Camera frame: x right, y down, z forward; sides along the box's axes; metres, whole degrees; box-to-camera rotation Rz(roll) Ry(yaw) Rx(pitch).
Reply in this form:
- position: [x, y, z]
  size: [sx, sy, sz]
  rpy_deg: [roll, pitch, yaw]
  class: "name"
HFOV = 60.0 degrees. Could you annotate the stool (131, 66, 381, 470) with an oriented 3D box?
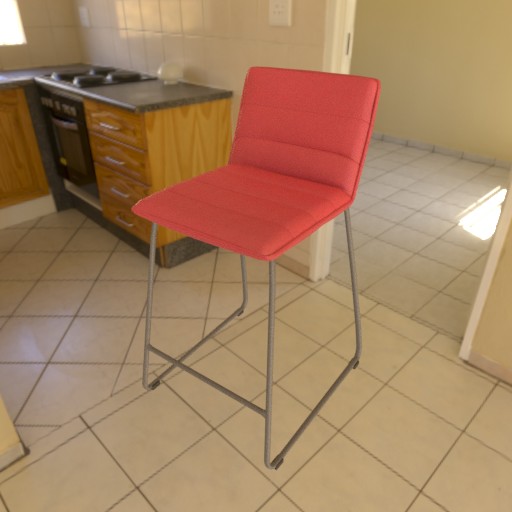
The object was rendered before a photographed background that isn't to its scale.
- position: [0.000, 0.000, 1.176]
  size: [0.489, 0.866, 0.524]
  rpy_deg: [20, 36, 30]
  class: "stool"
